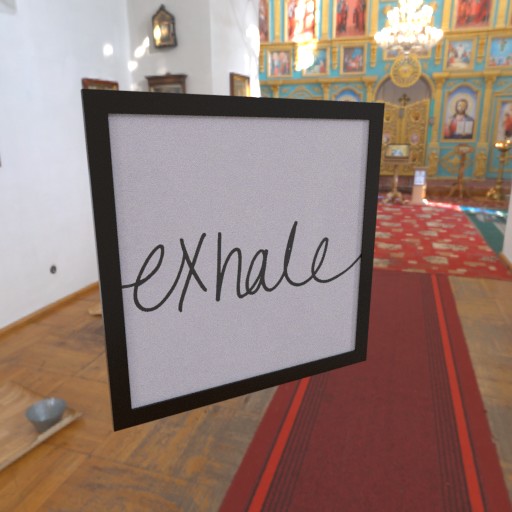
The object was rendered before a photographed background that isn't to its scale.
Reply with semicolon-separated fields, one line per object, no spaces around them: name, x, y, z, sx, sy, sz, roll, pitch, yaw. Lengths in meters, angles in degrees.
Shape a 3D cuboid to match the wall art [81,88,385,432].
wall art;0.000;0.000;0.657;0.446;0.445;0.014;-8;17;-26
